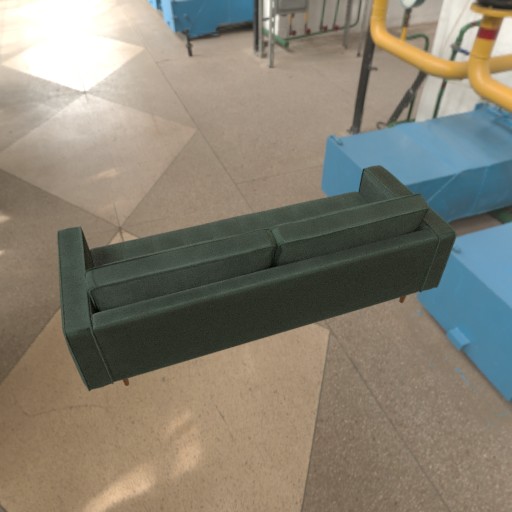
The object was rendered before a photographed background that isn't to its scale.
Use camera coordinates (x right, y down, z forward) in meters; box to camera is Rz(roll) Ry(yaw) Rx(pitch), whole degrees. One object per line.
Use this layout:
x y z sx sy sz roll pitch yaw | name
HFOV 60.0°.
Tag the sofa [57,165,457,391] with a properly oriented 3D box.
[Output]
0.000 0.000 2.714 2.214 0.781 0.886 -14 43 -15 | sofa
